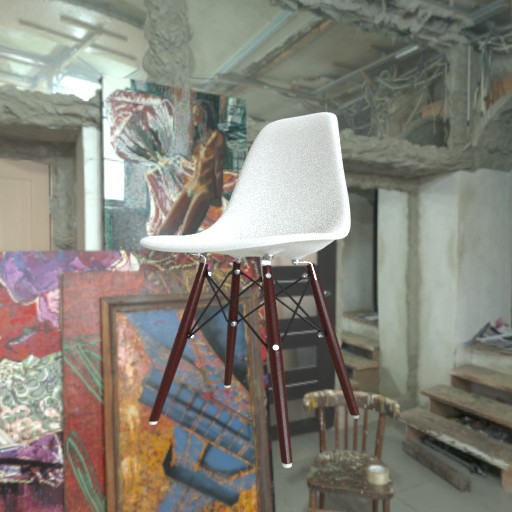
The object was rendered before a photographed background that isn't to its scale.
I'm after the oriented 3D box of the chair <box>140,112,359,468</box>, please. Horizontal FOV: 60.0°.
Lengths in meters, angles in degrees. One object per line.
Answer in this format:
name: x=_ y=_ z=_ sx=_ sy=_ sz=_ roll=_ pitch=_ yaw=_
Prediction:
chair: x=0.000 y=0.000 z=1.126 sx=0.470 sy=0.826 sz=0.533 roll=1 pitch=2 yaw=33
